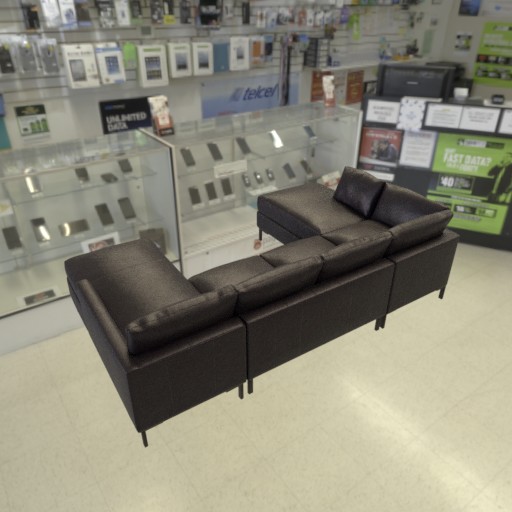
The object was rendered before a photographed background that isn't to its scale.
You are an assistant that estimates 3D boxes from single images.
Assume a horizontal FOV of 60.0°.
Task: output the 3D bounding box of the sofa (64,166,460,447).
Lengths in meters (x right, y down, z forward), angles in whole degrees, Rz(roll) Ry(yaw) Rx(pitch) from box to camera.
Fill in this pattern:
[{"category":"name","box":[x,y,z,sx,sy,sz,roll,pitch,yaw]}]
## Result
[{"category":"sofa","box":[0.000,0.000,3.868,2.956,0.900,1.939,-18,35,-28]}]
